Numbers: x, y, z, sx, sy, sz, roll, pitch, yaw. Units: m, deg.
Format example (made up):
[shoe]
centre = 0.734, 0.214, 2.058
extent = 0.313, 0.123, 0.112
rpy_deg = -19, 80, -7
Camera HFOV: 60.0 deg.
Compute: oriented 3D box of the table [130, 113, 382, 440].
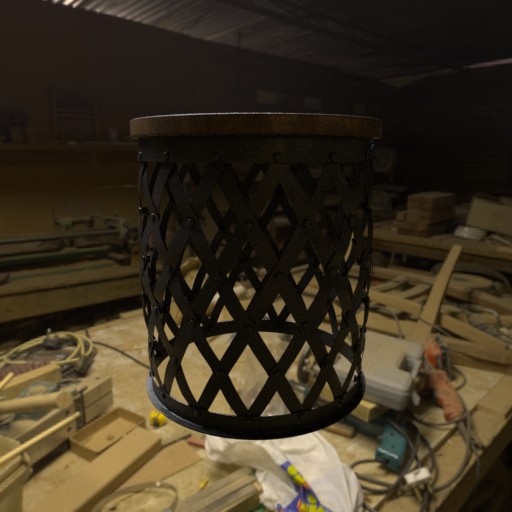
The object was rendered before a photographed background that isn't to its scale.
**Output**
[table]
centre = 0.000, 0.000, 0.788
extent = 0.405, 0.454, 0.405
rpy_deg = 0, 13, 0
